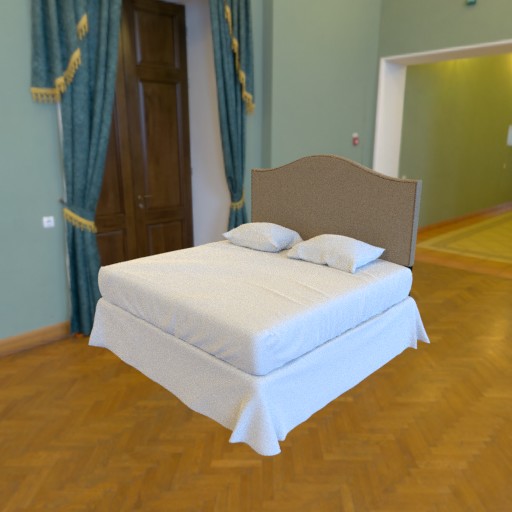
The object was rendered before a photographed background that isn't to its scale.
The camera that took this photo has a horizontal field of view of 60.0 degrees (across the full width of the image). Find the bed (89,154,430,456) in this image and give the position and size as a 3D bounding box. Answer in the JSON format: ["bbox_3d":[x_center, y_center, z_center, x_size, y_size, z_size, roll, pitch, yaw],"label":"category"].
[{"bbox_3d":[0.000,0.000,3.825,2.311,1.651,2.222,14,21,43],"label":"bed"}]
